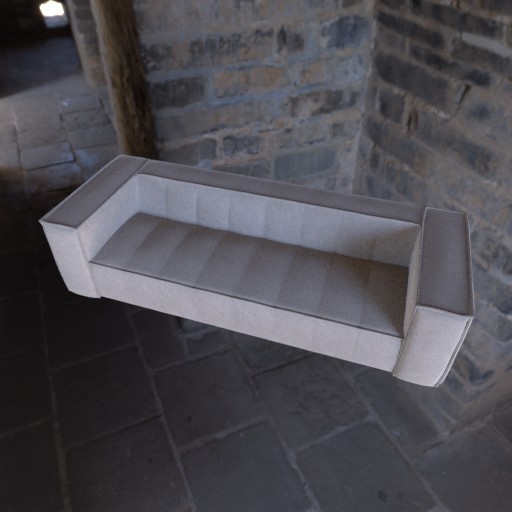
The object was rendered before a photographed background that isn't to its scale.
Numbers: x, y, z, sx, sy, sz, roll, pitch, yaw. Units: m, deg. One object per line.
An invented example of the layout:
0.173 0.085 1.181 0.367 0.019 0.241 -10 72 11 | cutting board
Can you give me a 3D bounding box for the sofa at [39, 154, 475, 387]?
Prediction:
0.000 0.000 3.113 2.697 0.680 1.038 12 42 14 | sofa
